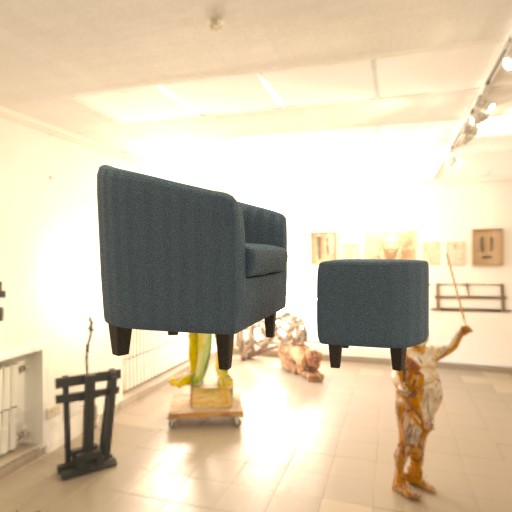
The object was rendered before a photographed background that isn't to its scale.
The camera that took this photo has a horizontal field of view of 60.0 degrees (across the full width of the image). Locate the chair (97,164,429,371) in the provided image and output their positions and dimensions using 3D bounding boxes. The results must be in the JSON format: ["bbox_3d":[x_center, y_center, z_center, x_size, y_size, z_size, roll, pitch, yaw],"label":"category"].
[{"bbox_3d":[0.000,0.000,1.768,1.288,0.757,0.756,0,1,17],"label":"chair"}]
